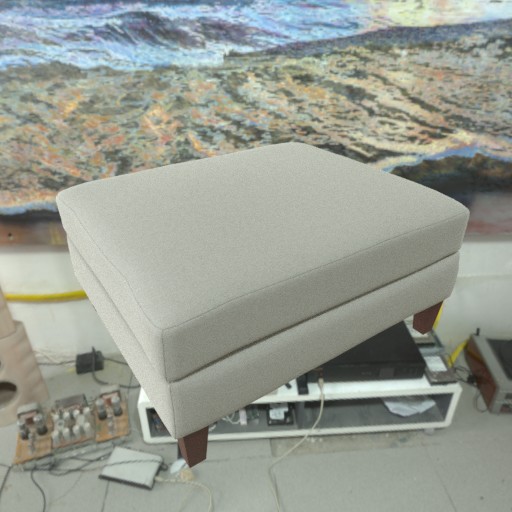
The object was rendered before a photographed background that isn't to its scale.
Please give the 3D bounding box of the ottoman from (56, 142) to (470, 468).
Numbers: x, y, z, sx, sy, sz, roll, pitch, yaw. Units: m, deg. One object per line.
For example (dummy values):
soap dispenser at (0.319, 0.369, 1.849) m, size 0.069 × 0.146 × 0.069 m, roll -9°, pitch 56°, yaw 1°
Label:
ottoman at (0.000, 0.000, 1.408) m, size 0.976 × 0.492 × 0.836 m, roll -19°, pitch 35°, yaw -29°
